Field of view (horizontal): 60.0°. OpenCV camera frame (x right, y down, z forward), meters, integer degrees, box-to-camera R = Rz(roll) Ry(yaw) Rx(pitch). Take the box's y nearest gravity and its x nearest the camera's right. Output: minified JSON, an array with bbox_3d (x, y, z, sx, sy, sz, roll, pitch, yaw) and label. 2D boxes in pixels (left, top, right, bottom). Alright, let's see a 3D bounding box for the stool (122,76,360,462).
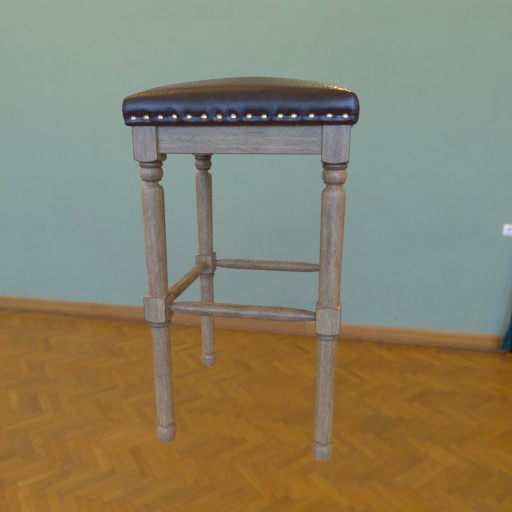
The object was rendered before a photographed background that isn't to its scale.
[{"bbox_3d":[0.000,0.000,0.942,0.382,0.702,0.383,3,15,10],"label":"stool"}]
